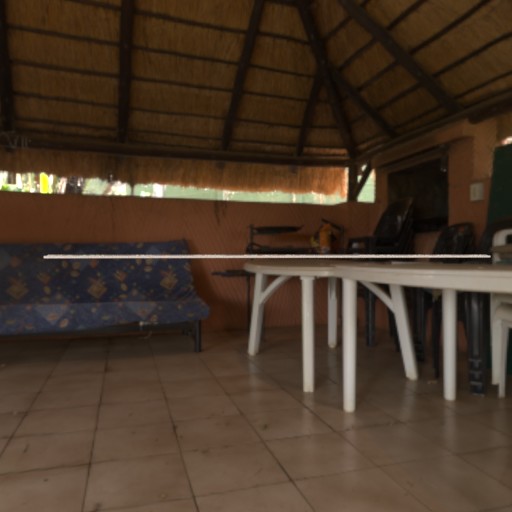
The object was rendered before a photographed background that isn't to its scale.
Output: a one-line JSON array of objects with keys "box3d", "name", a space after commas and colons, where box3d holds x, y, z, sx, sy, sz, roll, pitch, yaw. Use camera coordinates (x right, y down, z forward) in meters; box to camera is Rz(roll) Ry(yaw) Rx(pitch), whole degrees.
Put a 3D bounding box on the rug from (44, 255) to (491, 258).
[{"box3d": [0.000, 0.000, 2.282, 1.824, 0.012, 1.206, 0, 0, -18], "name": "rug"}]
